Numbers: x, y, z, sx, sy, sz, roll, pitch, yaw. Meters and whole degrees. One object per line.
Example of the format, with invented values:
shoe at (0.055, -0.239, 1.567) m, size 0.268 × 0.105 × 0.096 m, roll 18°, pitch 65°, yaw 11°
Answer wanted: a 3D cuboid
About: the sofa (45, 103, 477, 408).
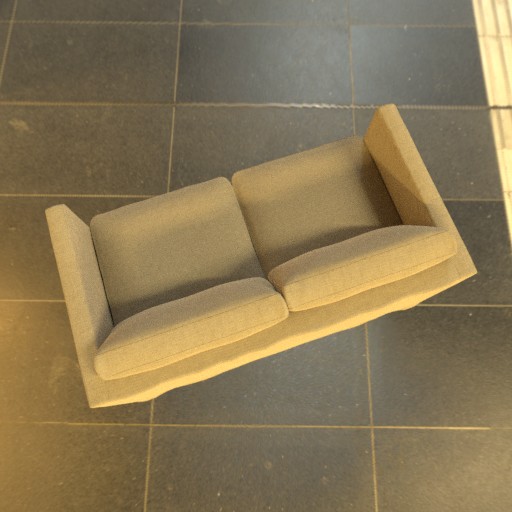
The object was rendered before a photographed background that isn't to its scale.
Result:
sofa at (0.000, 0.000, 2.245) m, size 1.766 × 0.828 × 0.956 m, roll -18°, pitch 75°, yaw -5°
